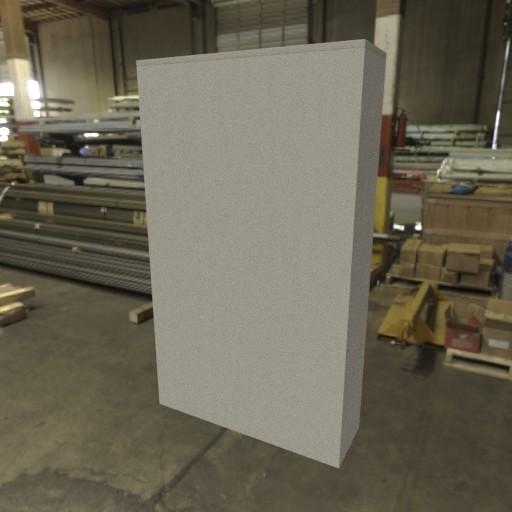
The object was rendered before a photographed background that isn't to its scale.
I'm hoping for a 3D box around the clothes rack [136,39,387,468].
[{"bbox_3d":[0.000,0.000,1.549,0.750,1.280,0.250,8,18,27],"label":"clothes rack"}]
